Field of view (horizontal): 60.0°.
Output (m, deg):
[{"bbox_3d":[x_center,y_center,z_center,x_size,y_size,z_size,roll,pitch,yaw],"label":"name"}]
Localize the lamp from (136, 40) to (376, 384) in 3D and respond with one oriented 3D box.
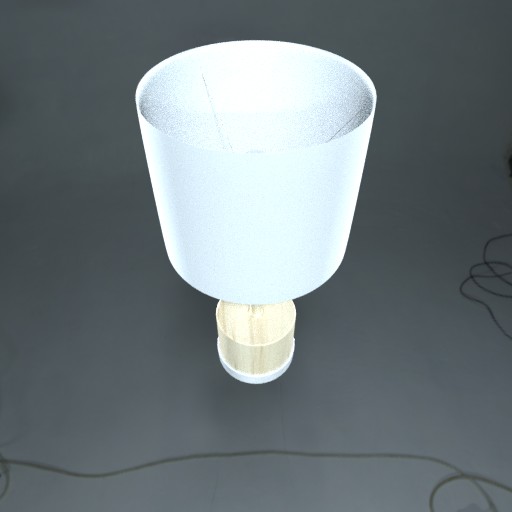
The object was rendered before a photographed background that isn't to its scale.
[{"bbox_3d":[0.000,0.000,0.594,0.229,0.470,0.229,-3,47,-3],"label":"lamp"}]
